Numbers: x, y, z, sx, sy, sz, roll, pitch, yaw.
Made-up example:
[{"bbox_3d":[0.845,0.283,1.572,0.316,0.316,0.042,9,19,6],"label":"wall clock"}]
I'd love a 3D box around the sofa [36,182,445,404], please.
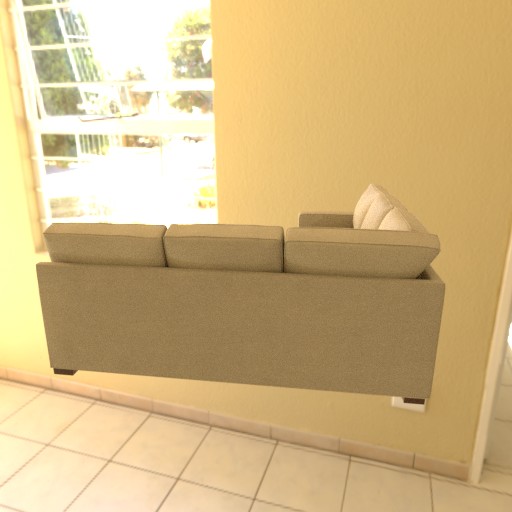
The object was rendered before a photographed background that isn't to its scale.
[{"bbox_3d":[0.000,0.000,3.402,2.189,0.939,2.182,2,17,8],"label":"sofa"}]
